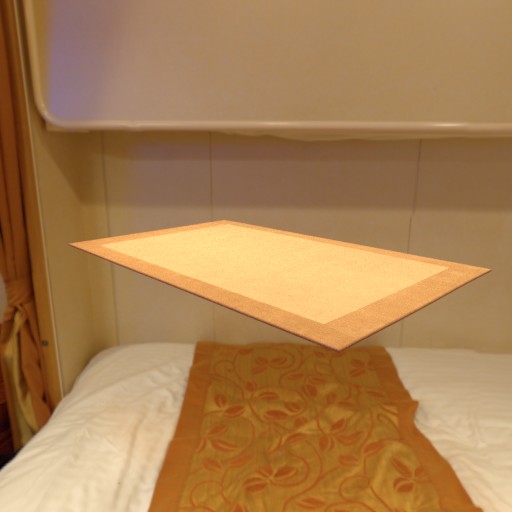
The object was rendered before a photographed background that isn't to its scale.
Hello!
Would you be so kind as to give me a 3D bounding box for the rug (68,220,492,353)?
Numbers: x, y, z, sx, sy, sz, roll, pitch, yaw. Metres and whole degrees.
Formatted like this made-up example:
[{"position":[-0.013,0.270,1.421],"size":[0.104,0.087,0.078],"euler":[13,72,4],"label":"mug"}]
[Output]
[{"position":[0.000,0.000,2.957],"size":[1.524,0.014,2.438],"euler":[-13,20,-42],"label":"rug"}]
